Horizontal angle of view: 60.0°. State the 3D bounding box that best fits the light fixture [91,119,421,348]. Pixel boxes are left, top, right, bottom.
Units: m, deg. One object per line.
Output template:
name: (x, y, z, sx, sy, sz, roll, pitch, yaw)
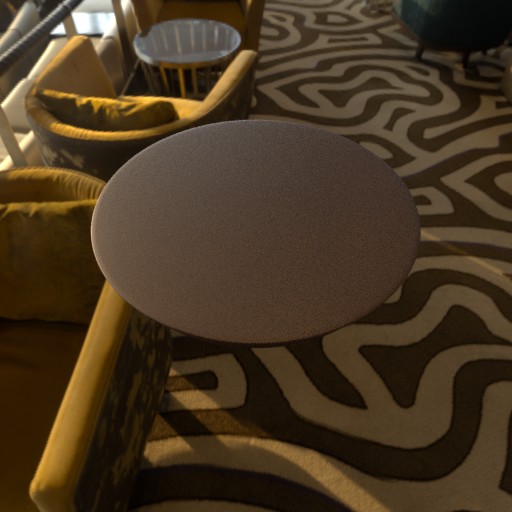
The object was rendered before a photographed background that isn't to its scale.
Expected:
light fixture: (0.000, 0.000, 0.436, 0.280, 0.135, 0.280, 0, 47, 0)
